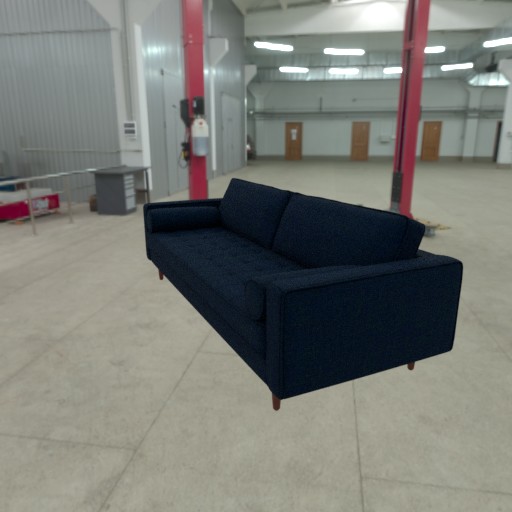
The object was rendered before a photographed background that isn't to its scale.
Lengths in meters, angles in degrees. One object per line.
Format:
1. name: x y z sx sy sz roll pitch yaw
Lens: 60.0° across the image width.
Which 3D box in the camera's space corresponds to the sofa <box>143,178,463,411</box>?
1. sofa: 0.000 0.000 2.689 0.914 0.762 2.210 -7 17 -25
